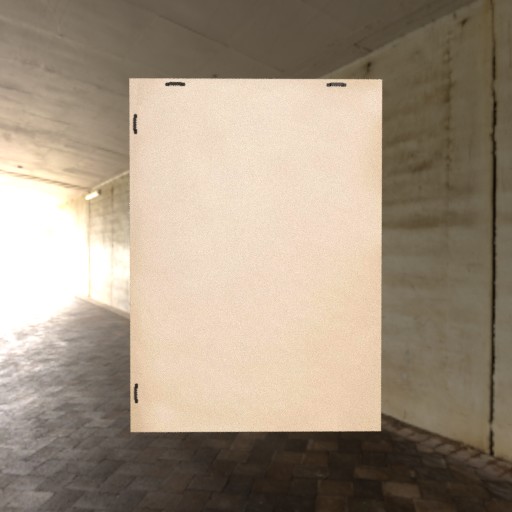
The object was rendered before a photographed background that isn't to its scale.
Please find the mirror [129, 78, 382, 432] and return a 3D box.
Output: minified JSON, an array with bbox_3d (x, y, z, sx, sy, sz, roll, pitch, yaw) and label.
[{"bbox_3d":[0.000,0.000,0.907,0.507,0.710,0.040,0,1,-1],"label":"mirror"}]
